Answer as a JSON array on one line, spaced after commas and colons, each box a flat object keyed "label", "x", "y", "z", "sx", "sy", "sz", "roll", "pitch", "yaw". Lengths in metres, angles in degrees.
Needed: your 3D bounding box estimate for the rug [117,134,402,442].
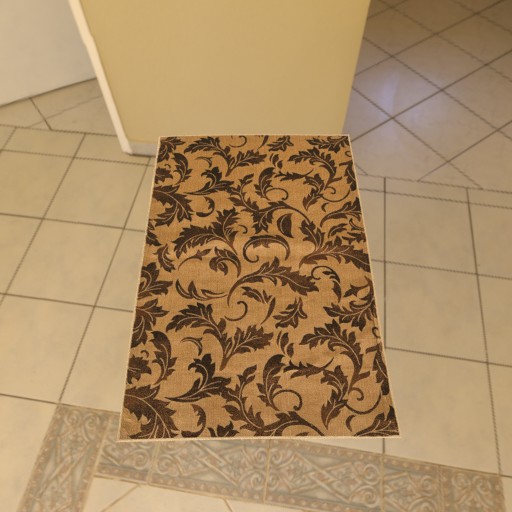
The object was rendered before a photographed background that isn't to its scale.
[{"label": "rug", "x": 0.000, "y": 0.000, "z": 2.945, "sx": 1.522, "sy": 0.008, "sz": 2.284, "roll": -1, "pitch": 58, "yaw": 0}]
